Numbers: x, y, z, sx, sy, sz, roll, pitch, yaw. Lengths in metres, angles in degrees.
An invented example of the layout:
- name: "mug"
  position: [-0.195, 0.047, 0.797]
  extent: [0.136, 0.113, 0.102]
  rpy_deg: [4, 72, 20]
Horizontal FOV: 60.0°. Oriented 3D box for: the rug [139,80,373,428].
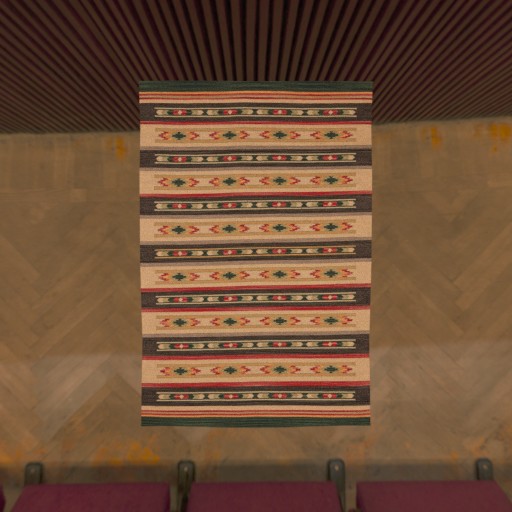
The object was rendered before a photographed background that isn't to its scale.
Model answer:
- name: "rug"
  position: [0.000, 0.000, 2.333]
  extent: [1.221, 0.009, 1.825]
  rpy_deg: [0, 91, 0]
